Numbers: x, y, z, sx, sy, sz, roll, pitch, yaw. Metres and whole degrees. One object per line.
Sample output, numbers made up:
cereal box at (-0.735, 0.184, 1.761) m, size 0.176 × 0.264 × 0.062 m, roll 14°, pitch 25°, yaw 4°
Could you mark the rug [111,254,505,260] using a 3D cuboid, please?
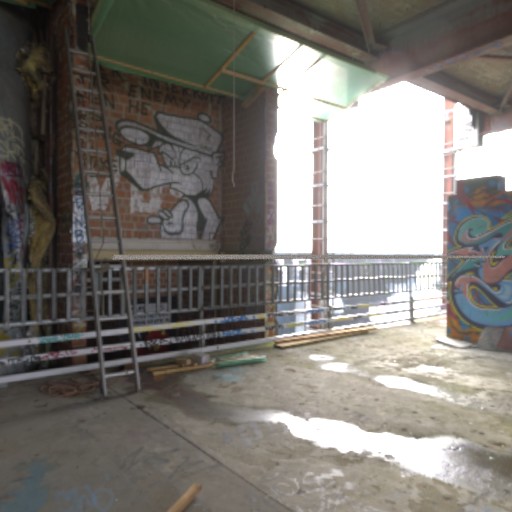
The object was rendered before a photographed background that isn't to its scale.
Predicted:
rug at (0.000, 0.000, 3.968) m, size 2.441 × 0.015 × 3.050 m, roll 0°, pitch 0°, yaw -18°
